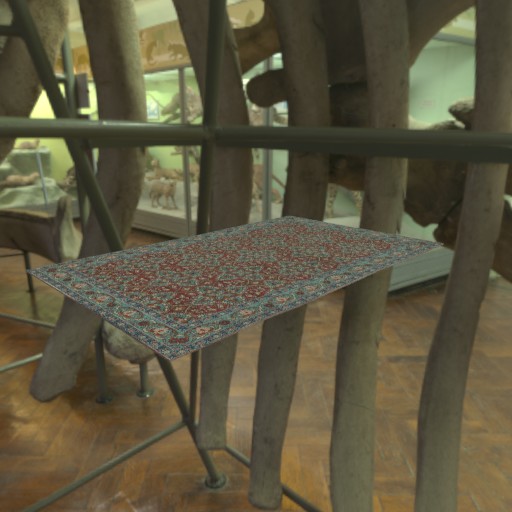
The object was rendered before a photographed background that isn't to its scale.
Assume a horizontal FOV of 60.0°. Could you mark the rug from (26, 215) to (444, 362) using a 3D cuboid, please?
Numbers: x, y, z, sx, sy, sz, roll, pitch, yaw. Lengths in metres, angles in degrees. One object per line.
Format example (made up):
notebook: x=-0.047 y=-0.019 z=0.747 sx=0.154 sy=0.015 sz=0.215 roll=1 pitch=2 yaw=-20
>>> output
rug: x=0.000 y=0.000 z=2.999 sx=2.439 sy=0.011 sz=1.533 roll=-16 pitch=22 yaw=-43
